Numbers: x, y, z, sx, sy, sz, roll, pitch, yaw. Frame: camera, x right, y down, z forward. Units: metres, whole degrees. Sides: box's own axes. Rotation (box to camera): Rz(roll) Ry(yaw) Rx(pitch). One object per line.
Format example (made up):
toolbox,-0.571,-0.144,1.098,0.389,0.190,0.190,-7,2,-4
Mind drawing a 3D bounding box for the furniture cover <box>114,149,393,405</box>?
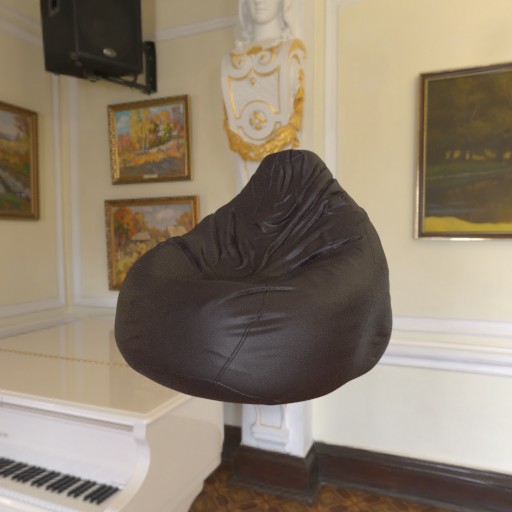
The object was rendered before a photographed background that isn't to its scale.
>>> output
furniture cover,0.000,0.000,1.910,1.070,0.990,1.070,2,3,34
